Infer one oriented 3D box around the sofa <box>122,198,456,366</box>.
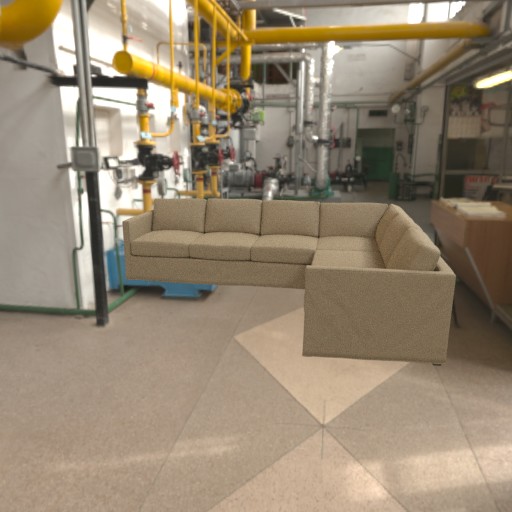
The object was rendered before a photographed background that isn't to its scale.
[{"bbox_3d":[0.000,0.000,4.440,3.182,0.871,2.432,3,15,10],"label":"sofa"}]
